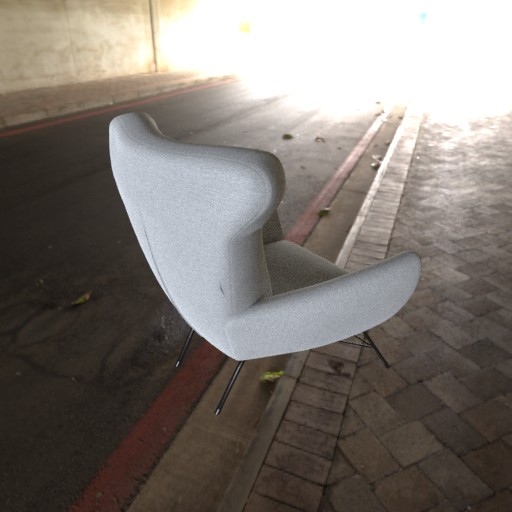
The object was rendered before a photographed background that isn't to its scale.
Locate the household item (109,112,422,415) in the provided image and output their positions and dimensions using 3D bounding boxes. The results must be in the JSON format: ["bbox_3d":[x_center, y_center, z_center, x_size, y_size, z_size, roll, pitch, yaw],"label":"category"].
[{"bbox_3d":[0.000,0.000,1.756,0.900,1.050,0.980,-19,32,-32],"label":"household item"}]
